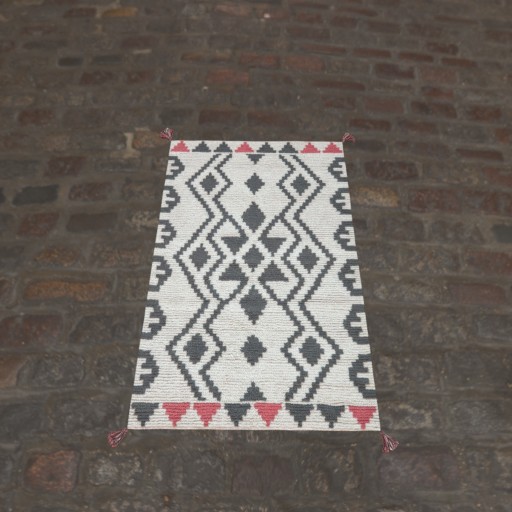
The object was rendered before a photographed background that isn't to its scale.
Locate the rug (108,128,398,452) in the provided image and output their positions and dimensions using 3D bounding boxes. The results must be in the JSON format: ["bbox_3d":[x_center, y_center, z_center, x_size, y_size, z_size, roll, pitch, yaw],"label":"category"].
[{"bbox_3d":[0.000,0.000,3.281,1.741,0.066,2.672,0,58,0],"label":"rug"}]
